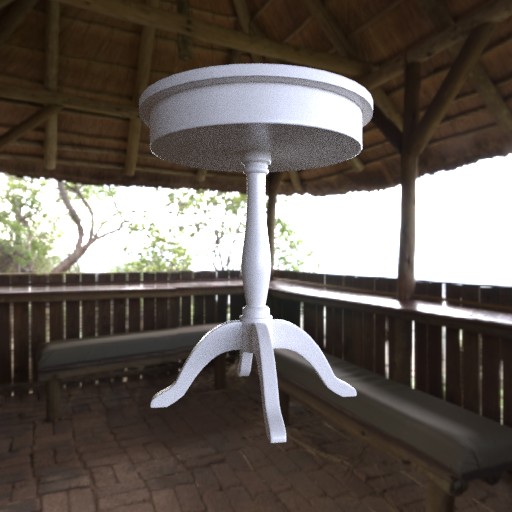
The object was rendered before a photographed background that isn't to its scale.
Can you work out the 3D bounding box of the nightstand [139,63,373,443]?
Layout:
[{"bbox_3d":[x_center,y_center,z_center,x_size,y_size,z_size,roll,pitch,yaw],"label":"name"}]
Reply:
[{"bbox_3d":[0.000,0.000,1.004,0.513,0.653,0.513,0,0,-1],"label":"nightstand"}]
